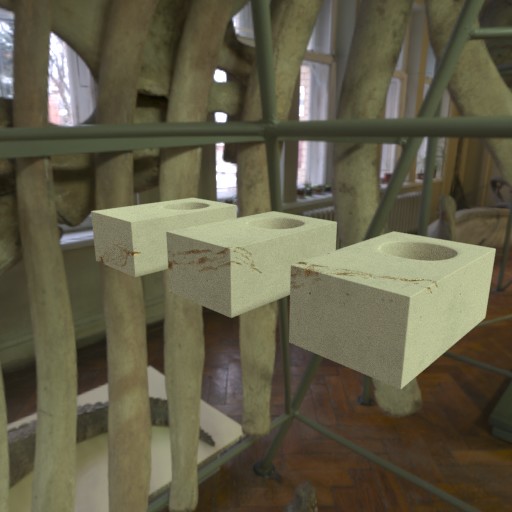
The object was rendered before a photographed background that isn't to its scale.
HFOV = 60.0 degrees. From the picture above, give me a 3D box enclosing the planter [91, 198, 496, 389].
[{"bbox_3d":[0.000,0.000,0.377,0.333,0.051,0.127,15,22,42],"label":"planter"}]
